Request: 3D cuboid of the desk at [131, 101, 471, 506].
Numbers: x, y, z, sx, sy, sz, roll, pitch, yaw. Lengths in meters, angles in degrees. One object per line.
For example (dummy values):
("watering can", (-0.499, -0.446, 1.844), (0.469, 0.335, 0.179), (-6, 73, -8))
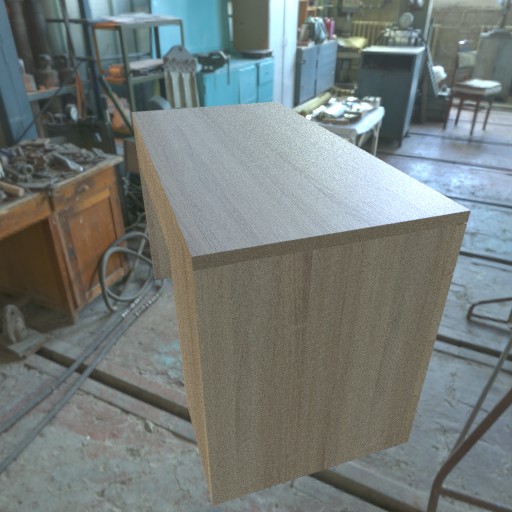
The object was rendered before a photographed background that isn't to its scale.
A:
("desk", (0.000, 0.000, 1.460), (0.600, 0.731, 1.100), (-10, 32, -16))
